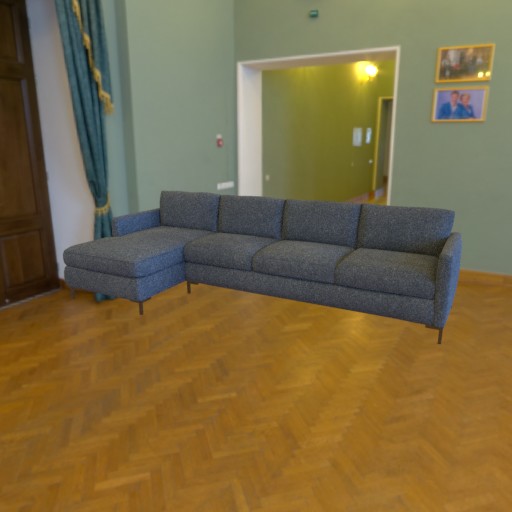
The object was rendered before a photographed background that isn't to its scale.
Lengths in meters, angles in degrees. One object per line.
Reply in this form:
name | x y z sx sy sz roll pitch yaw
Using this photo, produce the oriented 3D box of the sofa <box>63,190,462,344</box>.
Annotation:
sofa | 0.000 0.000 3.537 2.932 0.810 1.350 8 17 27
